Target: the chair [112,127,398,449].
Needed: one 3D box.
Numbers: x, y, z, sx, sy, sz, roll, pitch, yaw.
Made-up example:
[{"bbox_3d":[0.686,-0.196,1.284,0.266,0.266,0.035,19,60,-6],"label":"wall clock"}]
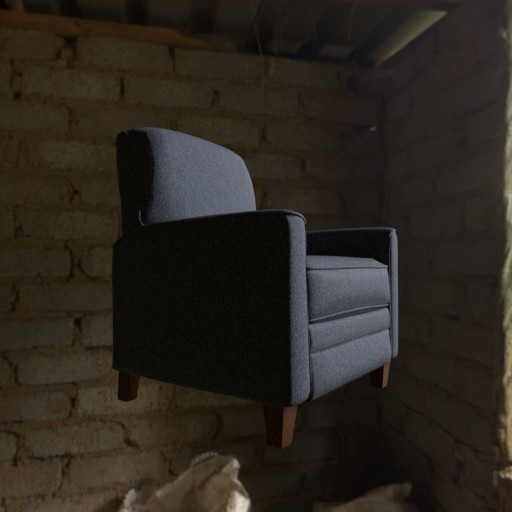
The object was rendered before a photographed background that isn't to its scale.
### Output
[{"bbox_3d":[0.000,0.000,1.666,0.850,1.016,0.839,-1,-1,37],"label":"chair"}]
